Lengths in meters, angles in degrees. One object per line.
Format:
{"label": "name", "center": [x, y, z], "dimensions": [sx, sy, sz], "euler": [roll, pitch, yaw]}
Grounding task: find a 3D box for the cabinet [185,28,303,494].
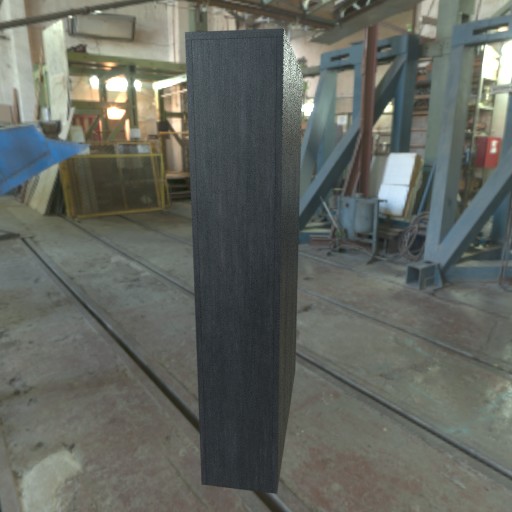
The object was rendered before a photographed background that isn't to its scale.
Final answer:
{"label": "cabinet", "center": [0.000, 0.000, 1.552], "dimensions": [0.250, 1.280, 0.750], "euler": [2, 15, 9]}
